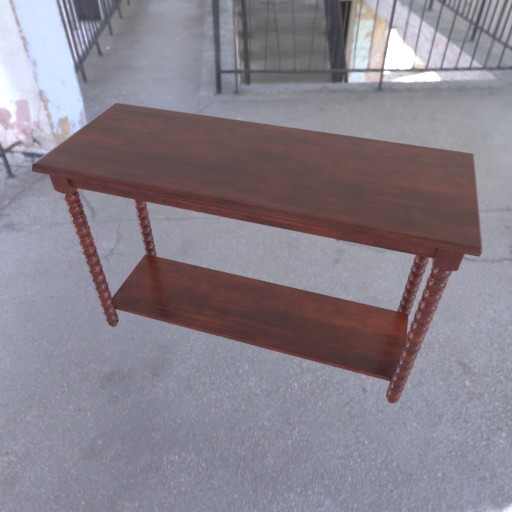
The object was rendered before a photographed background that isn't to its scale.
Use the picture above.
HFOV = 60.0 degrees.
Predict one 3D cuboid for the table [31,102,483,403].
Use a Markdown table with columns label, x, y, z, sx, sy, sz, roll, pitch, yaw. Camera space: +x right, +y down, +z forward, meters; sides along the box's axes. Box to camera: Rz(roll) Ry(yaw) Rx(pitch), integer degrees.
| label | x | y | z | sx | sy | sz | roll | pitch | yaw |
| --- | --- | --- | --- | --- | --- | --- | --- | --- | --- |
| table | 0.000 | 0.000 | 1.502 | 1.184 | 0.740 | 0.459 | 12 | 43 | 13 |
